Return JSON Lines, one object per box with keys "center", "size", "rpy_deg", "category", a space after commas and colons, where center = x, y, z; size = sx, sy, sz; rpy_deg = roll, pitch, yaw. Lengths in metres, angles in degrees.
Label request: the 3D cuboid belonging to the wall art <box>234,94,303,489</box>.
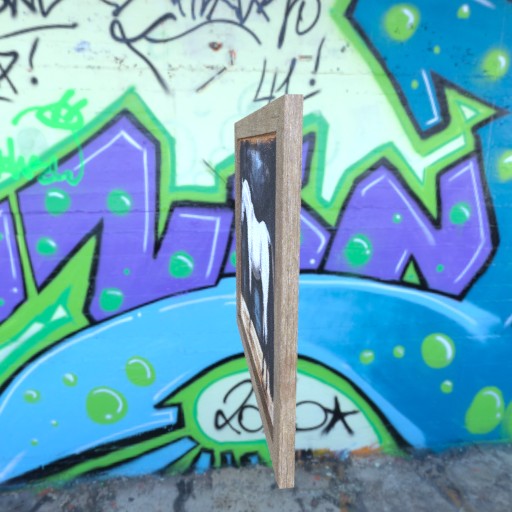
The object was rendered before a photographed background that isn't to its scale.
{"center": [0.000, 0.000, 0.962], "size": [0.026, 0.588, 0.690], "rpy_deg": [-2, 14, -8], "category": "wall art"}
